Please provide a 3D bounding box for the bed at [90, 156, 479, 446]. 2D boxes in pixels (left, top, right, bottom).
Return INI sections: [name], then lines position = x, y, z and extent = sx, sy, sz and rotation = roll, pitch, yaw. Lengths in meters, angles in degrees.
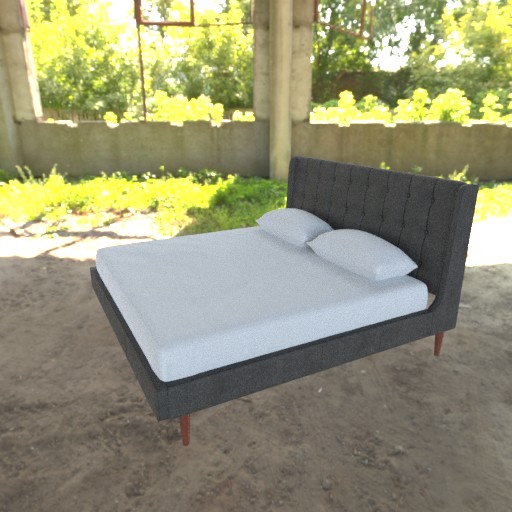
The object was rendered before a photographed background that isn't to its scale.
[bed]
position = 0.000, 0.000, 2.549
extent = 1.638, 0.933, 1.531
rotation = -10, 21, -27
